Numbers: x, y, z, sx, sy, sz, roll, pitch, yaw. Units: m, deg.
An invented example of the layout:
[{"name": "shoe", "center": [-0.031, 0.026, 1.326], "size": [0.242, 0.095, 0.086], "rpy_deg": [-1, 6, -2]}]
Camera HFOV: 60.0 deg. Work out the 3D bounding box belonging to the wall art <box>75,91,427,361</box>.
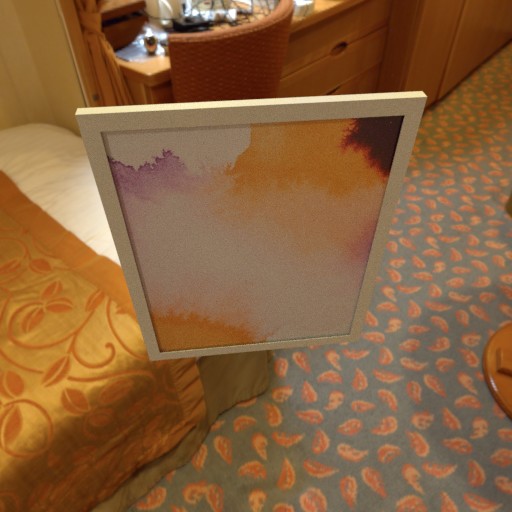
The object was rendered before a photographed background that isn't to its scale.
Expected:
[{"name": "wall art", "center": [0.000, 0.000, 1.121], "size": [0.661, 0.811, 0.026], "rpy_deg": [-4, 45, -5]}]
